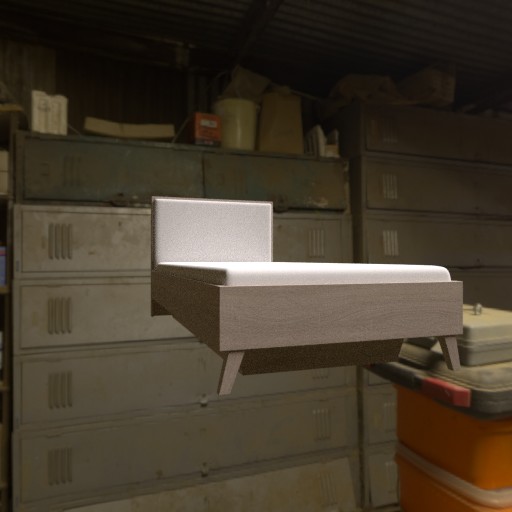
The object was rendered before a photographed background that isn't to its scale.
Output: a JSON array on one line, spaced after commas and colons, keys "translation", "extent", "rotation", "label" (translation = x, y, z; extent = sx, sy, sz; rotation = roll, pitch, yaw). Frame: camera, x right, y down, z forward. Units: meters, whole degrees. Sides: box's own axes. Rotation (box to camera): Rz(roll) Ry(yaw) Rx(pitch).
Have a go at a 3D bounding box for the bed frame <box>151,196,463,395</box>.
[{"translation": [0.000, 0.000, 2.600], "extent": [0.990, 0.920, 2.140], "rotation": [0, 0, -19], "label": "bed frame"}]
